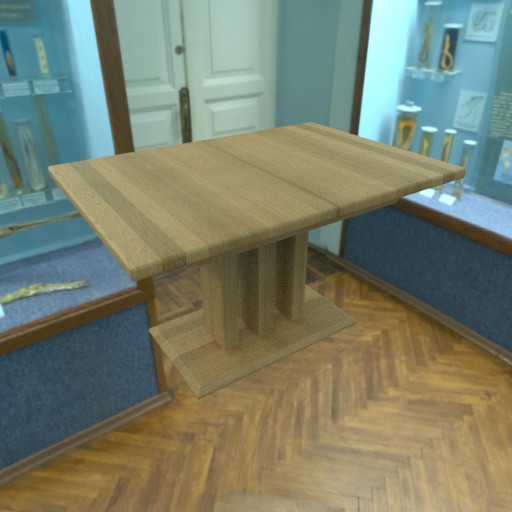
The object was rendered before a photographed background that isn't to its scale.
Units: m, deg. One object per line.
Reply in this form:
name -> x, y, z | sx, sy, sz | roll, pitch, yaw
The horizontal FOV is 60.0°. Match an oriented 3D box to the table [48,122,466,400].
table -> 0.000, 0.000, 1.854 | 1.300, 0.770, 0.900 | -18, 34, -29
